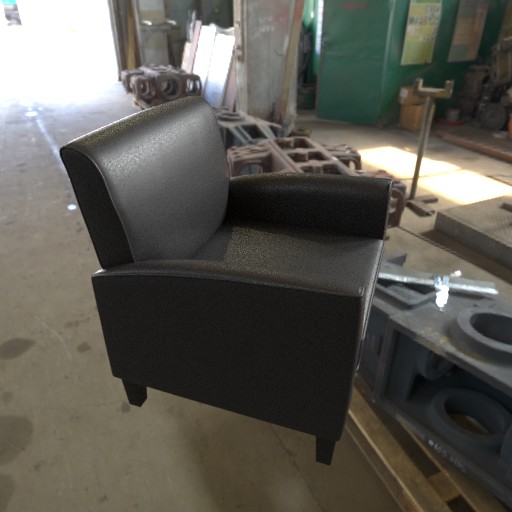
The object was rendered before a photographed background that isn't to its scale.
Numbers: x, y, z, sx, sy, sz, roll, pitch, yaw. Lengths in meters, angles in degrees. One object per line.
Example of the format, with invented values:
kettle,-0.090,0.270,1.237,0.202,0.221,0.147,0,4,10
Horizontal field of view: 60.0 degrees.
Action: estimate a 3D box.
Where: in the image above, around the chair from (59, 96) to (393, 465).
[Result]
chair,0.000,0.000,1.525,0.819,0.916,0.820,10,31,17
